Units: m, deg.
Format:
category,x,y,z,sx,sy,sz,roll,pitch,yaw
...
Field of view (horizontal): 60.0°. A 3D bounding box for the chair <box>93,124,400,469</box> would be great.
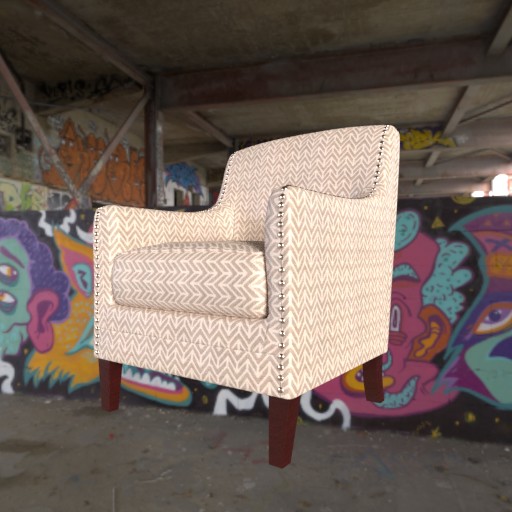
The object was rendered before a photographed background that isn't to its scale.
category,x,y,z,sx,sy,sz,roll,pitch,yaw
chair,0.000,0.000,1.262,0.623,0.816,0.651,0,0,36
